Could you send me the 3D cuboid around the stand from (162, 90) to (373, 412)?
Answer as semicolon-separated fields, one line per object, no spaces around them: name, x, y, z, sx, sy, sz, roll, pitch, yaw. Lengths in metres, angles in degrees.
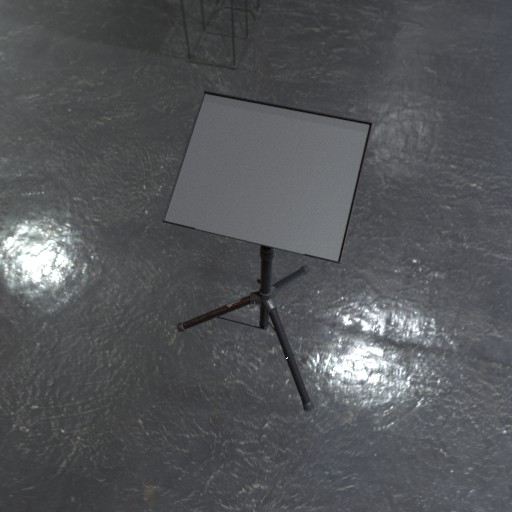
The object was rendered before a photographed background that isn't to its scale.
stand;0.000;0.000;1.627;0.702;1.198;0.702;13;59;8
